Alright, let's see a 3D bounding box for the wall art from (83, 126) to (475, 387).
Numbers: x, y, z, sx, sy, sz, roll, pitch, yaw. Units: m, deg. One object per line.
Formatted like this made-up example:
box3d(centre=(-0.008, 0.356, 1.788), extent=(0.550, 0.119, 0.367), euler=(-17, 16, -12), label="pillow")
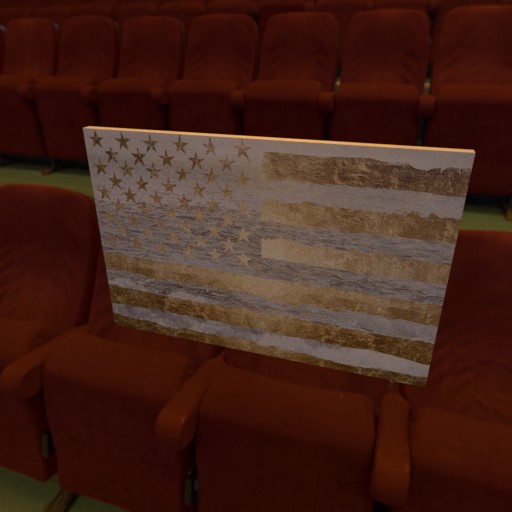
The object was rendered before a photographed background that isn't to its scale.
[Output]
box3d(centre=(0.000, 0.000, 1.161), extent=(0.932, 0.610, 0.027), euler=(8, 27, 16), label="wall art")
